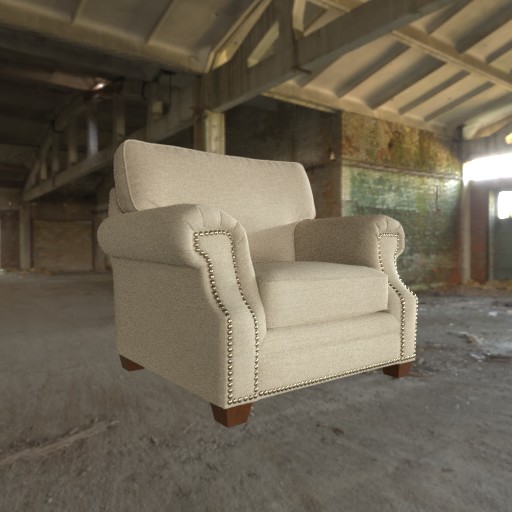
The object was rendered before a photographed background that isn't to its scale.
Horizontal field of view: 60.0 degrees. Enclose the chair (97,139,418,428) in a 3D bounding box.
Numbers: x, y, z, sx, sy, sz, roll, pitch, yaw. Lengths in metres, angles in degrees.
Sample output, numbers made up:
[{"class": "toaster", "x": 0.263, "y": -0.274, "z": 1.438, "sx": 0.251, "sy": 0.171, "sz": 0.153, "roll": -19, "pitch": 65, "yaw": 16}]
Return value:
[{"class": "chair", "x": 0.000, "y": 0.000, "z": 1.872, "sx": 1.092, "sy": 0.961, "sz": 0.965, "roll": -1, "pitch": 1, "yaw": -37}]
